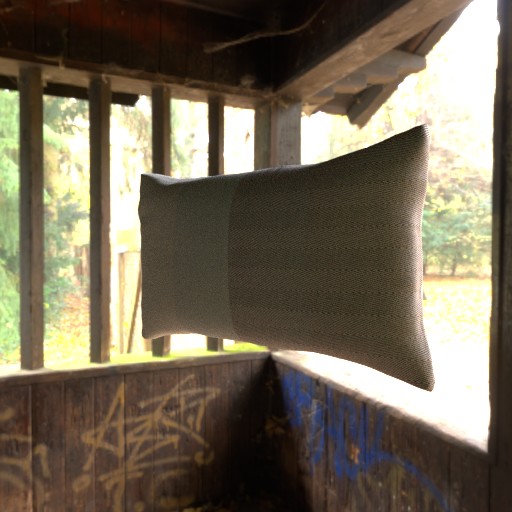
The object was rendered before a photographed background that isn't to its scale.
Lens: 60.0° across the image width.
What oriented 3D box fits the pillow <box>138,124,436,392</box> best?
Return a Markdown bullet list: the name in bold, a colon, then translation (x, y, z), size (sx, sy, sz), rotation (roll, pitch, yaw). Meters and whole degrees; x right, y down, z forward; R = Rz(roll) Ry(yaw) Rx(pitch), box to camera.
- **pillow**: translation (0.000, 0.000, 0.649), size (0.506, 0.305, 0.139), rotation (1, 1, 37)
